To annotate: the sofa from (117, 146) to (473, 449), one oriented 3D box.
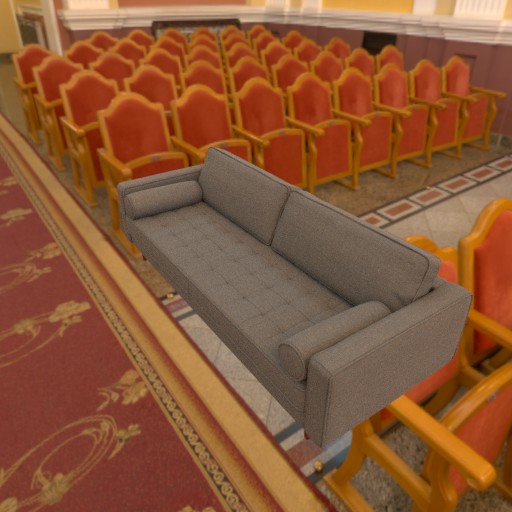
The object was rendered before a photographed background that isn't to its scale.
[{"bbox_3d":[0.000,0.000,2.651,0.914,0.762,2.198,-20,37,-29],"label":"sofa"}]
